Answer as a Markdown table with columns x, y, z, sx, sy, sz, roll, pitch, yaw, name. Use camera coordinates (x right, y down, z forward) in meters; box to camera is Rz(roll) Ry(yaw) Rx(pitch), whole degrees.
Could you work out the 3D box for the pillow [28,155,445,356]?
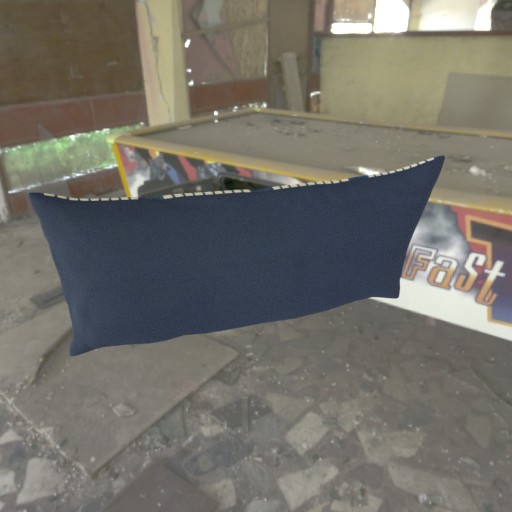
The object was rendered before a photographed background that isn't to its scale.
| x | y | z | sx | sy | sz | roll | pitch | yaw | name |
| --- | --- | --- | --- | --- | --- | --- | --- | --- | --- |
| 0.000 | 0.000 | 0.708 | 0.608 | 0.292 | 0.156 | -8 | 27 | -16 | pillow |
